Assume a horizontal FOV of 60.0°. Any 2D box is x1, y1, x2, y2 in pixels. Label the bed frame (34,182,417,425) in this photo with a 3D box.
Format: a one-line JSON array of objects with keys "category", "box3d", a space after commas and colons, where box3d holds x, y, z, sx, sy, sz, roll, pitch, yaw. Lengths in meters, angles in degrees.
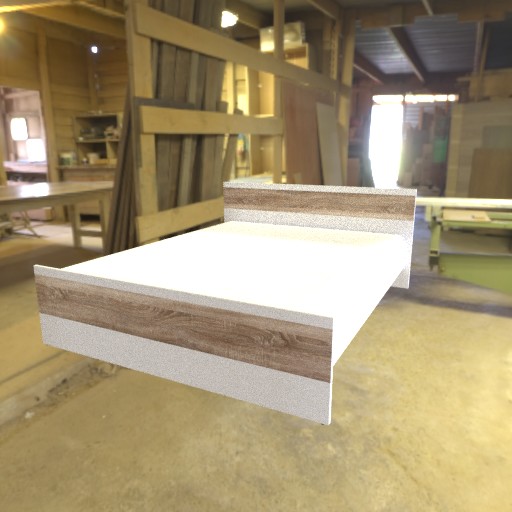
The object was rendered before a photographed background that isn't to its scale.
[{"category": "bed frame", "box3d": [0.000, 0.000, 2.986, 1.720, 0.800, 2.060, 7, 15, 26]}]
